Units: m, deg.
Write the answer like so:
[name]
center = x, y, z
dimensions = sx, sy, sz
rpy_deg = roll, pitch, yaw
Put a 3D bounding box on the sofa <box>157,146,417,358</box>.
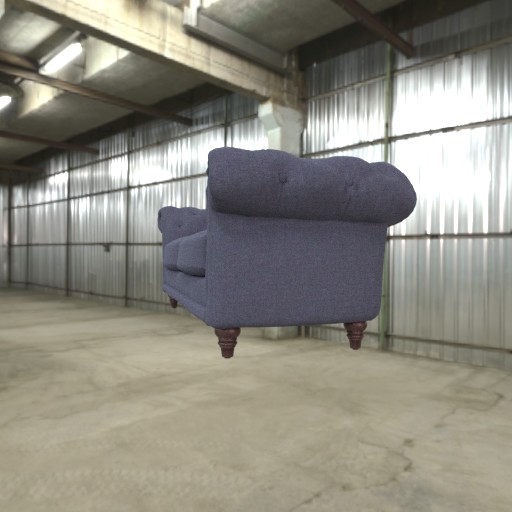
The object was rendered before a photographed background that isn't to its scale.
[sofa]
center = 0.000, 0.000, 2.807
dimensions = 1.046, 0.836, 2.335
rpy_deg = 0, 0, -17
